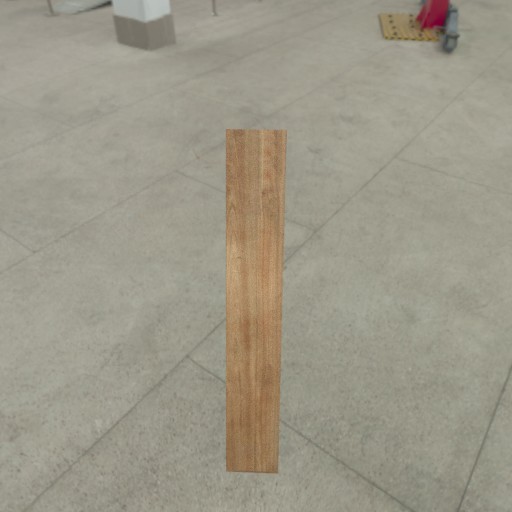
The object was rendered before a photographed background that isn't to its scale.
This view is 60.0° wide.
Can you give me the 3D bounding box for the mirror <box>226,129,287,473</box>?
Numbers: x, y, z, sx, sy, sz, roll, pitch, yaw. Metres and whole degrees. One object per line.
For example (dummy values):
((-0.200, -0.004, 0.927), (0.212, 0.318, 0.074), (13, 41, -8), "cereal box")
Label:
((0.000, 0.000, 0.902), (0.100, 0.548, 0.631), (1, 41, 1), "mirror")
